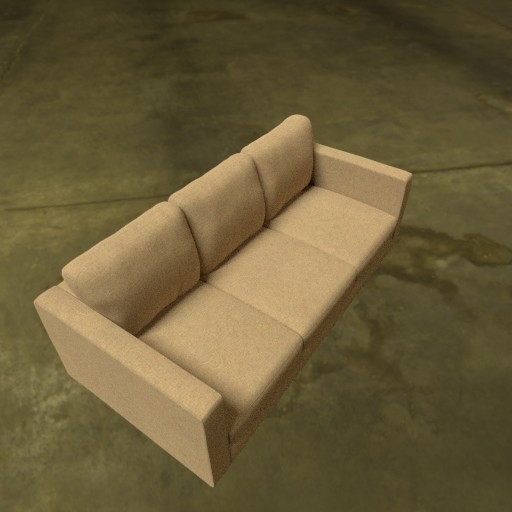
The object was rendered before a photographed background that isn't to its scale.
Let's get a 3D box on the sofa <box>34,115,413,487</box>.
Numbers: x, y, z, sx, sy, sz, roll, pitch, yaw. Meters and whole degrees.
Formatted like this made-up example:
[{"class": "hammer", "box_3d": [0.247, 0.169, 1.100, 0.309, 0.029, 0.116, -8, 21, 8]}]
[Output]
[{"class": "sofa", "box_3d": [0.000, 0.000, 2.286, 0.930, 0.800, 1.855, 25, 47, 26]}]
